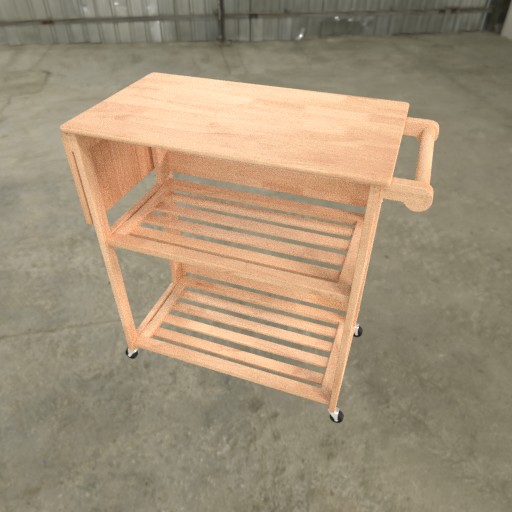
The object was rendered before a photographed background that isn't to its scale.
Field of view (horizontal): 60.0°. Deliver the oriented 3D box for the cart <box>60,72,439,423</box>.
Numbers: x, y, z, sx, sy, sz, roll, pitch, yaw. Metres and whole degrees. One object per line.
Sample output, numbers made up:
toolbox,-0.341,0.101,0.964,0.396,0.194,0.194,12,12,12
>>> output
cart,0.000,0.000,1.350,0.853,0.879,0.432,13,41,15
